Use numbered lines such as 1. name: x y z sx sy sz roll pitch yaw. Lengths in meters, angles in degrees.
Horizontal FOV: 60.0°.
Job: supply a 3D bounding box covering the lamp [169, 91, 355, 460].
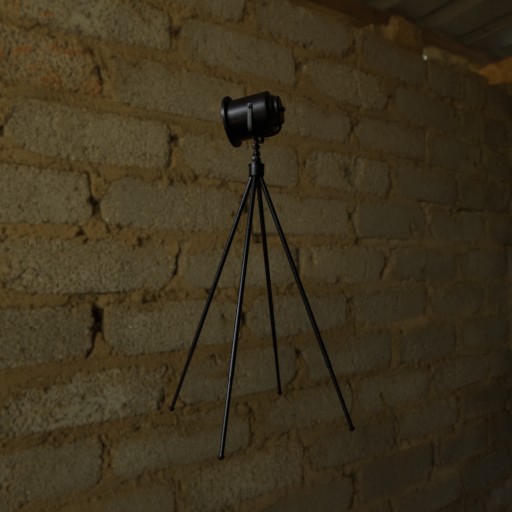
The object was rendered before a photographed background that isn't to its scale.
1. lamp: 0.000 0.000 2.037 0.884 1.504 0.879 0 -1 18
